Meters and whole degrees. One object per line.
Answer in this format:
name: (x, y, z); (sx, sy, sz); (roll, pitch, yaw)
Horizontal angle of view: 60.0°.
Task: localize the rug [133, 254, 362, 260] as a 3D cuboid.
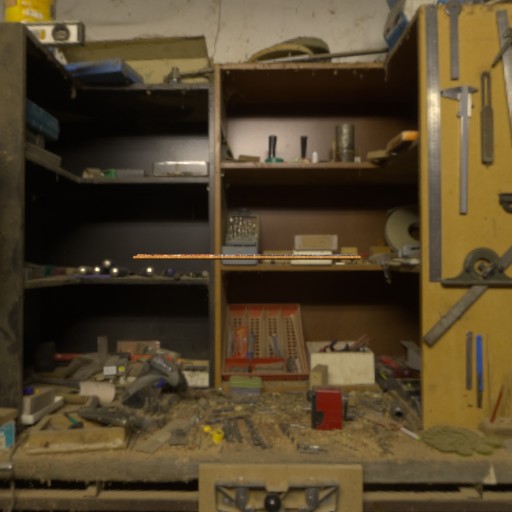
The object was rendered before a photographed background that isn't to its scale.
rug: (0.000, 0.000, 1.976); (0.556, 0.013, 1.820); (0, 0, 1)
